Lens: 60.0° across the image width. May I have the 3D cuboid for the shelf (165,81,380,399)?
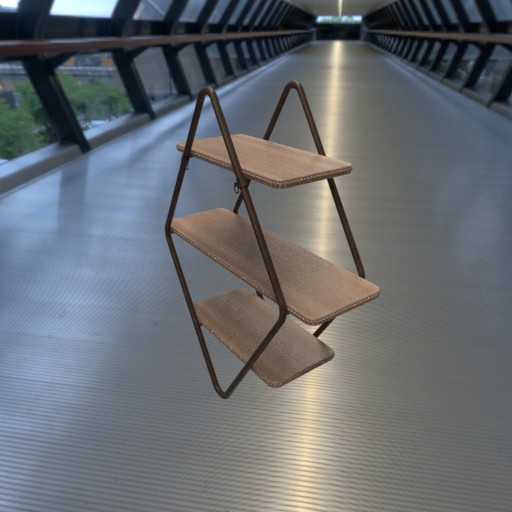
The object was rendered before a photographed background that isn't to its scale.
[{"bbox_3d":[0.000,0.000,1.064,0.234,0.774,0.609,-18,31,-32],"label":"shelf"}]
